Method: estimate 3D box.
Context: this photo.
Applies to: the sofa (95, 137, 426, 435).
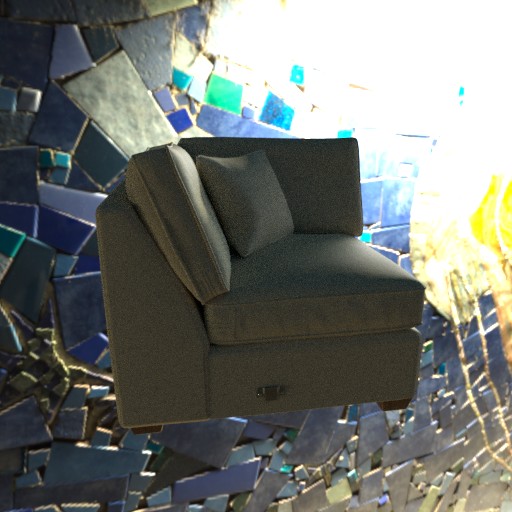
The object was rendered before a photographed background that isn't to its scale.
[{"bbox_3d":[0.000,0.000,1.952,1.146,1.002,1.084,-3,17,-10],"label":"sofa"}]
